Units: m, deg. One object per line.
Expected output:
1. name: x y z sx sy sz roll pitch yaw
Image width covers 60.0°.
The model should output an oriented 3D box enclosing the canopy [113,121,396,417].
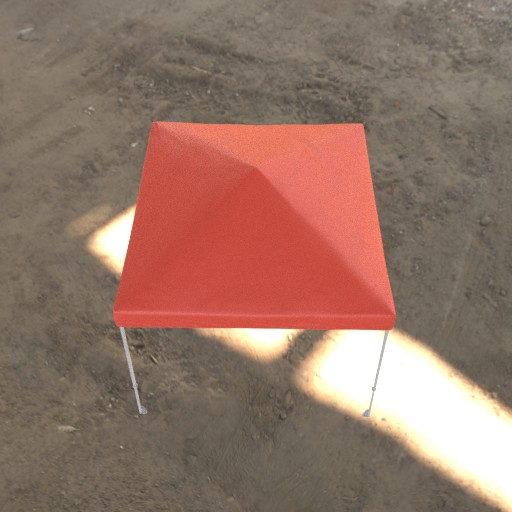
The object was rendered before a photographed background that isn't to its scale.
1. canopy: 0.000 0.000 5.058 2.849 2.850 2.850 1 57 0
